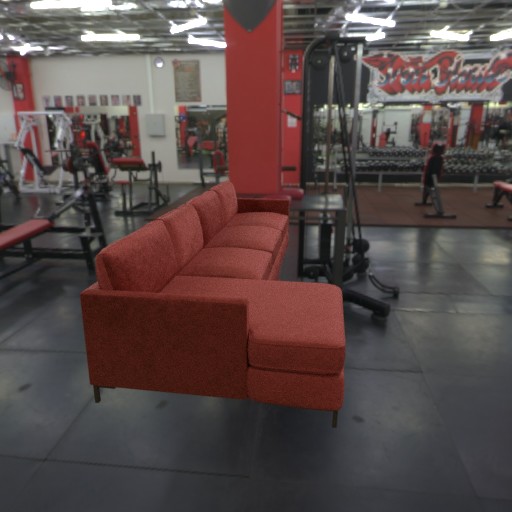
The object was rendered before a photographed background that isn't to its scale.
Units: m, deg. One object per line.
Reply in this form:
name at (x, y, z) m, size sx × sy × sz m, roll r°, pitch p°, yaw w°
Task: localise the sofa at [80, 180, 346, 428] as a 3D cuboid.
sofa at (0.000, 0.000, 4.019) m, size 1.500 × 0.967 × 3.400 m, roll 3°, pitch 17°, yaw 9°
